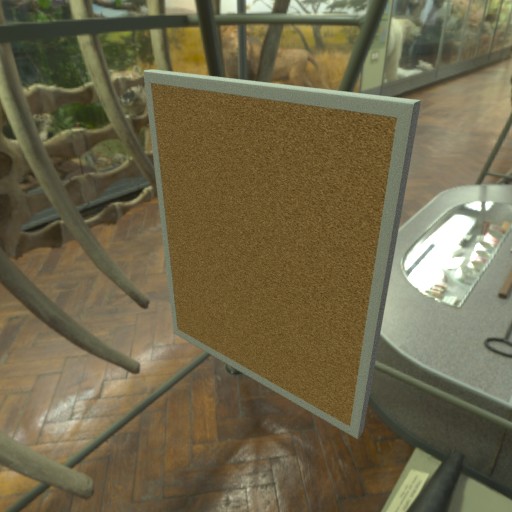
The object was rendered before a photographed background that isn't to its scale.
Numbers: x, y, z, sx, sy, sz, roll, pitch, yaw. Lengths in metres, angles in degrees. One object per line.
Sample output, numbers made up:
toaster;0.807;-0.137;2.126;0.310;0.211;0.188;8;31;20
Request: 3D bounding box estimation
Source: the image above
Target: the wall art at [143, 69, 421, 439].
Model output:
wall art;0.000;0.000;0.729;0.444;0.536;0.020;21;36;33
